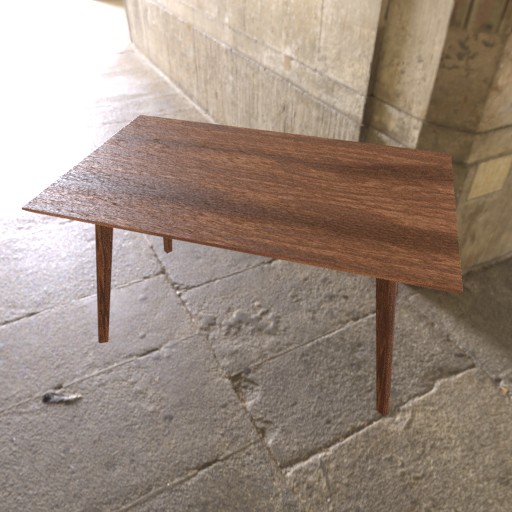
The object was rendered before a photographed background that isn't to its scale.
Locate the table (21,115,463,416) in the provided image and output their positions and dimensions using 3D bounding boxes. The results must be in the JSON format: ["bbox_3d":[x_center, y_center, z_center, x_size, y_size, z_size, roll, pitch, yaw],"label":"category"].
[{"bbox_3d":[0.000,0.000,1.813,1.349,0.724,0.801,11,41,13],"label":"table"}]
